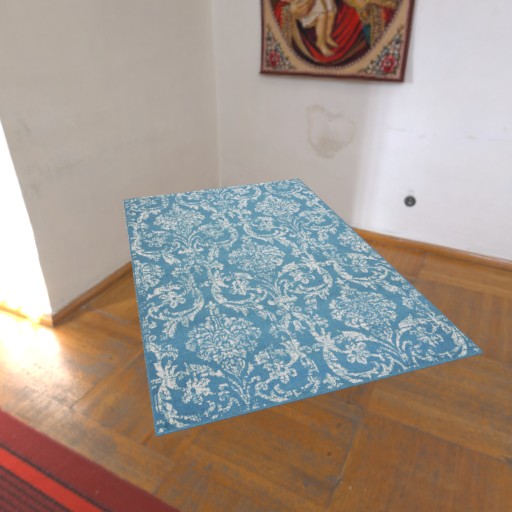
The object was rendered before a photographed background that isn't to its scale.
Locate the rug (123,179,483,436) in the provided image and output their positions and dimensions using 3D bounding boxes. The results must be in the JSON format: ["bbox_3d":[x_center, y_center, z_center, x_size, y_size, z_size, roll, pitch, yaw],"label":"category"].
[{"bbox_3d":[0.000,0.000,3.373,1.816,0.018,2.746,-9,32,-15],"label":"rug"}]
